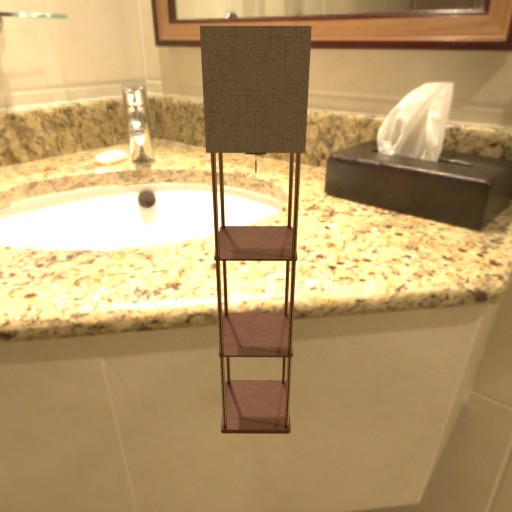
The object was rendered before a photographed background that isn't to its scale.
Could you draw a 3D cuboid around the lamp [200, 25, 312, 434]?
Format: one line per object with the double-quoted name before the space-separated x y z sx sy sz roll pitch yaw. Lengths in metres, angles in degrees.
"lamp" 0.000 0.000 1.706 0.308 1.569 0.310 0 27 0
